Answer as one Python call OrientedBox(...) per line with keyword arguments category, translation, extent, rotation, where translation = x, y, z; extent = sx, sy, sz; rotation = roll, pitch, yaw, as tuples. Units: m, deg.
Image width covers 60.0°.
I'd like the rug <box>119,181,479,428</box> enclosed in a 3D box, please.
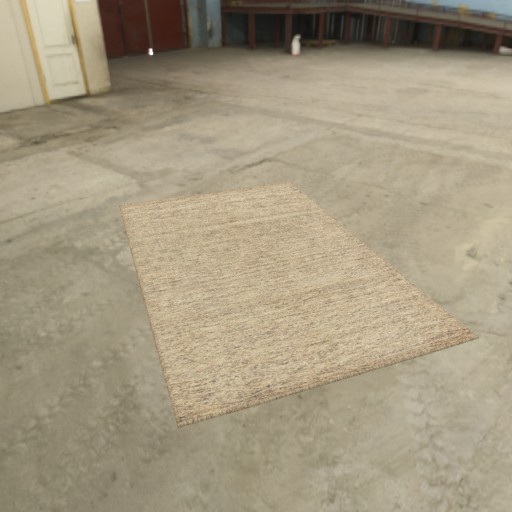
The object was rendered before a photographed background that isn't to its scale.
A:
OrientedBox(category="rug", translation=(0.000, 0.000, 2.312), extent=(1.211, 0.018, 1.822), rotation=(-11, 32, -18))
